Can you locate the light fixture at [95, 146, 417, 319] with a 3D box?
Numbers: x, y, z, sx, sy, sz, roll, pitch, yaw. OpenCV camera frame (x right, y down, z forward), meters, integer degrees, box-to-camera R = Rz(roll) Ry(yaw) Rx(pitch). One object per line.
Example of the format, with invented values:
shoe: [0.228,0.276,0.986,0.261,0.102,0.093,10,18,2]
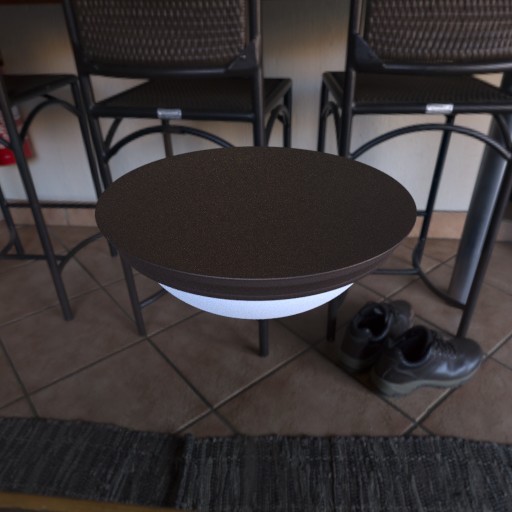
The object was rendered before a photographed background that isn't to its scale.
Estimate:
light fixture: [0.000,0.000,0.437,0.280,0.135,0.280,0,31,0]
